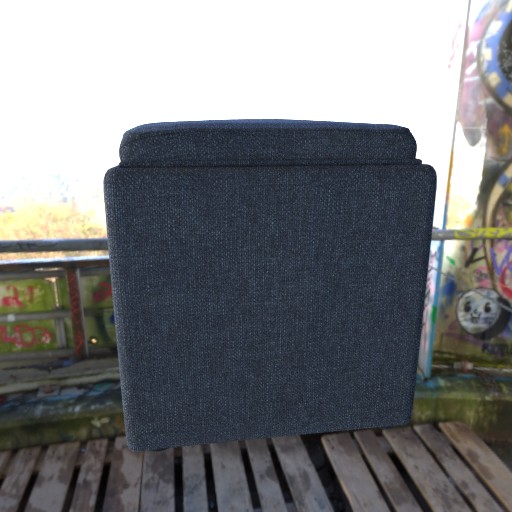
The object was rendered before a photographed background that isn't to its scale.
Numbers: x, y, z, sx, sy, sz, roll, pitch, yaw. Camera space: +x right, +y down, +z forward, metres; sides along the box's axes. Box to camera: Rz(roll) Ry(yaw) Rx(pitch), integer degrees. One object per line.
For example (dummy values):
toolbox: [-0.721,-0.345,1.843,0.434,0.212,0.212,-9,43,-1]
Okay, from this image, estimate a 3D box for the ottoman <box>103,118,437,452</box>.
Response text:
ottoman: [0.000,0.000,0.831,0.454,0.493,0.436,-2,16,-8]
